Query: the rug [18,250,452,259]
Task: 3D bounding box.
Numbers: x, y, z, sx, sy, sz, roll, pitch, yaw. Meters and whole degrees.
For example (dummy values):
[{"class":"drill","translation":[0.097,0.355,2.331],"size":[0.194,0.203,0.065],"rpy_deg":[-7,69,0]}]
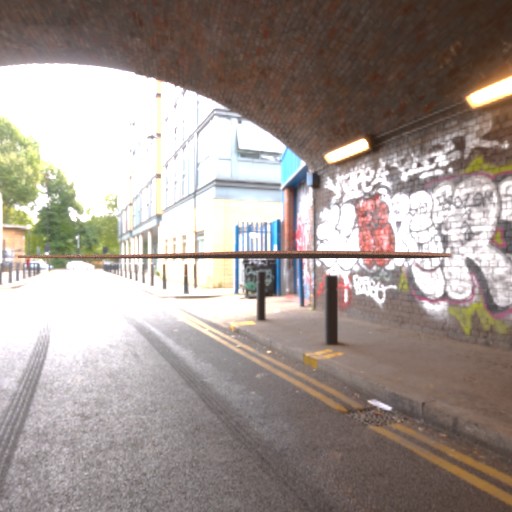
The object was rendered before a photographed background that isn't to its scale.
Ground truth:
[{"class":"rug","translation":[0.000,0.000,4.062],"size":[3.052,0.043,2.453],"rpy_deg":[0,-1,18]}]
